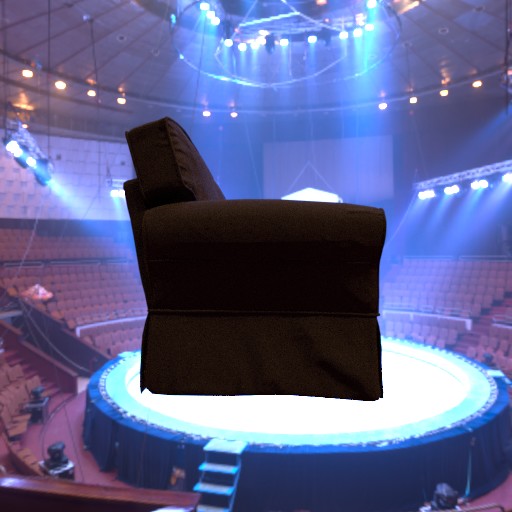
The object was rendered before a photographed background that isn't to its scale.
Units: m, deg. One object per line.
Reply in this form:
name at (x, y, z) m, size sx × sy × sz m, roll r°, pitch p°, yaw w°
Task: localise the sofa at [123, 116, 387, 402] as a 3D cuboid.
sofa at (0.000, 0.000, 2.418) m, size 0.997 × 1.059 × 1.801 m, roll 0°, pitch 0°, yaw 1°
